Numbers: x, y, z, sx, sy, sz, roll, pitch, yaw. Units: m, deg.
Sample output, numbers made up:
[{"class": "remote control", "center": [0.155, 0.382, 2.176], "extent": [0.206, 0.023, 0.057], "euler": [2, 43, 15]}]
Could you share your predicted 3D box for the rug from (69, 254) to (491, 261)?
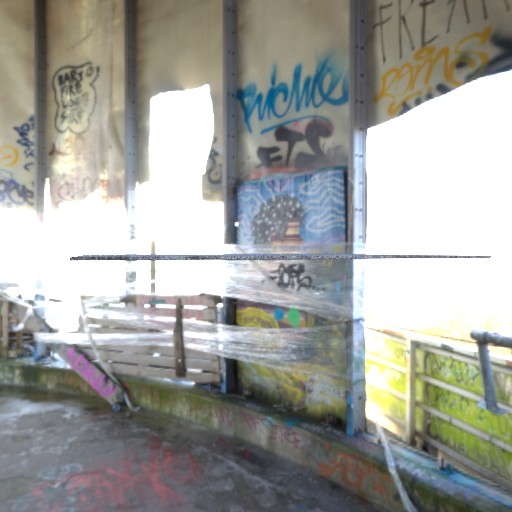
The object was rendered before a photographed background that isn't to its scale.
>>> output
[{"class": "rug", "center": [0.000, 0.000, 4.033], "extent": [3.000, 0.025, 2.401], "euler": [0, 1, -20]}]
